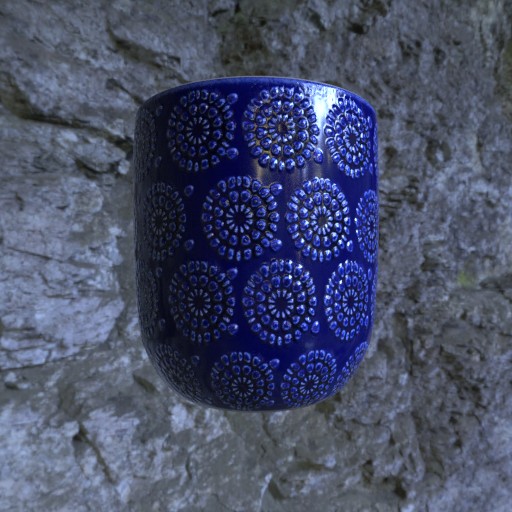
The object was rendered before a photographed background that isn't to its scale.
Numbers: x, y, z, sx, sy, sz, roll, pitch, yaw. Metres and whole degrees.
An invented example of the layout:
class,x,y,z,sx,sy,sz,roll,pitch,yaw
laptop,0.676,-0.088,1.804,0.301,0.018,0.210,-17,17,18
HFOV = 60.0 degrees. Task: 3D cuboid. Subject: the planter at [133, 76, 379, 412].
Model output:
class,x,y,z,sx,sy,sz,roll,pitch,yaw
planter,0.000,0.000,0.343,0.184,0.206,0.184,0,-1,0
